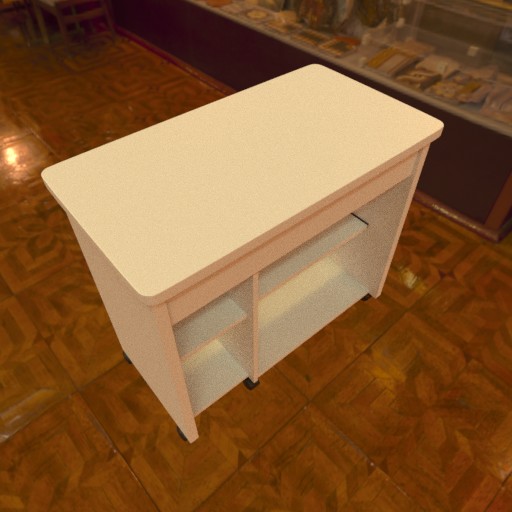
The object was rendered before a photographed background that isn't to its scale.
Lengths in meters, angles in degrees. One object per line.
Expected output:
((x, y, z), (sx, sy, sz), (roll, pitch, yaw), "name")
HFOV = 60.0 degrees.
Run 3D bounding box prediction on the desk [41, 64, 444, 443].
((0.000, 0.000, 1.330), (0.877, 0.763, 0.475), (-31, 54, -26), "desk")
